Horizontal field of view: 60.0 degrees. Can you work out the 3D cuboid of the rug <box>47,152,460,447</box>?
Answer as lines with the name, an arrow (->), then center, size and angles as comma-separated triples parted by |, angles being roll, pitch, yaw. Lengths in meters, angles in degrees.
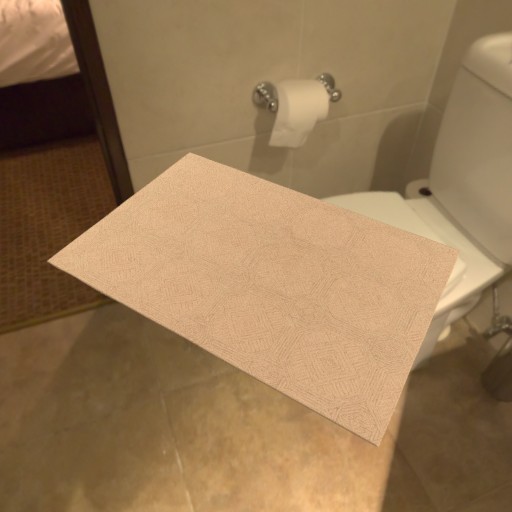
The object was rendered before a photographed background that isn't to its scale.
rug -> 0.000, 0.000, 2.366 | 1.839, 0.009, 1.236 | 24, 50, 22
